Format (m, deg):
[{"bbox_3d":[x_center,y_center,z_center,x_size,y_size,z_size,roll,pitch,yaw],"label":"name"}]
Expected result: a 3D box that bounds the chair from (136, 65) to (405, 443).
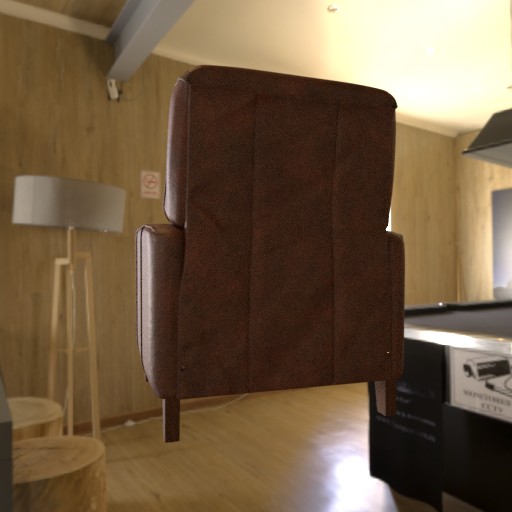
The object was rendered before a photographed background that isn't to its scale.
[{"bbox_3d":[0.000,0.000,1.647,0.843,1.043,0.836,0,-1,-18],"label":"chair"}]
